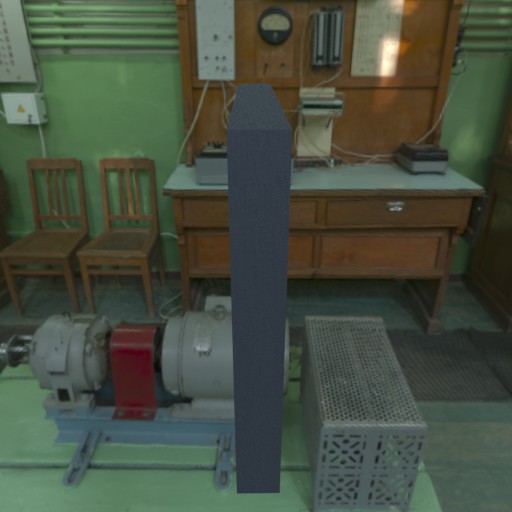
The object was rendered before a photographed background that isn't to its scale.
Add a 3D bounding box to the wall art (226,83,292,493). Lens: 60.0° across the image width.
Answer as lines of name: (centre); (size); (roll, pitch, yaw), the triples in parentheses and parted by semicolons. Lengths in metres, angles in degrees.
wall art: (0.000, 0.000, 0.446); (0.036, 0.300, 0.302); (0, 26, -1)
